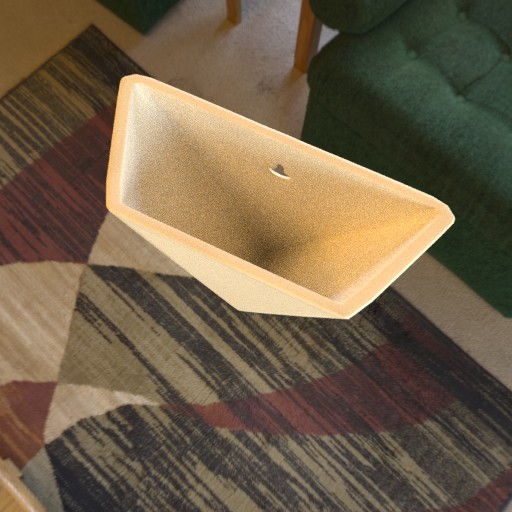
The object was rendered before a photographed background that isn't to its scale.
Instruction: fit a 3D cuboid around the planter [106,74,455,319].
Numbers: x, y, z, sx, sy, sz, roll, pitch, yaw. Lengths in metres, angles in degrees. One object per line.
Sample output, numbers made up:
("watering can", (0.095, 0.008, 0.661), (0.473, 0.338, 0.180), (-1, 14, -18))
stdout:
("planter", (0.000, 0.000, 0.271), (0.150, 0.197, 0.060), (25, 77, 6))
